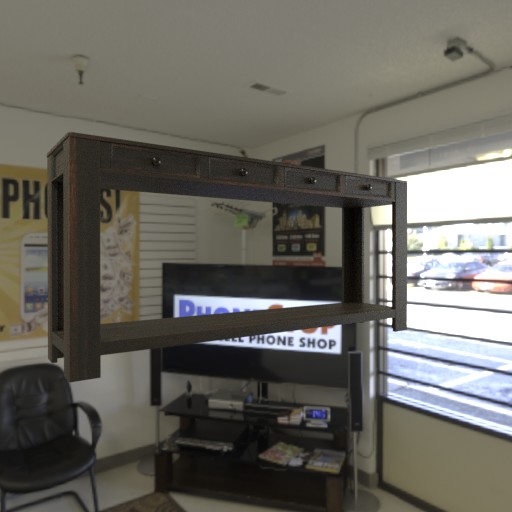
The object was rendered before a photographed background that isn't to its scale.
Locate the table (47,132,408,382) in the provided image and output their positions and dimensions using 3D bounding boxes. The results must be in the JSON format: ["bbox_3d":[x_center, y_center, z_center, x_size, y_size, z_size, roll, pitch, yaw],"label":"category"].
[{"bbox_3d":[0.000,0.000,1.956,1.631,0.762,0.384,0,0,-34],"label":"table"}]
